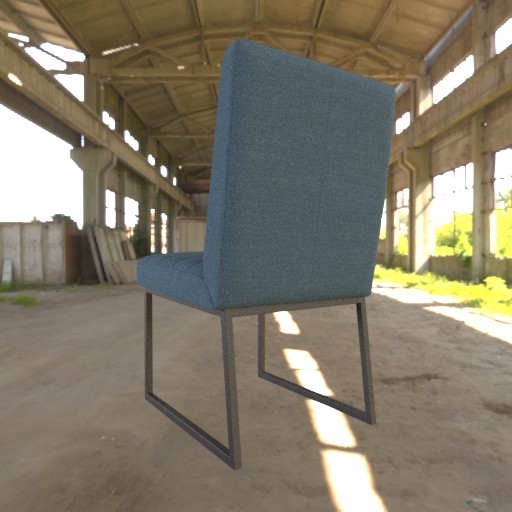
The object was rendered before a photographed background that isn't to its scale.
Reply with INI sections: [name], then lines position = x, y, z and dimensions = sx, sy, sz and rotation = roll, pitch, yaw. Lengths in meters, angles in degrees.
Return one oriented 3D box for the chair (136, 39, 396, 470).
[chair]
position = 0.000, 0.000, 1.306
dimensions = 0.520, 0.930, 0.634
rotation = -1, 1, -34
